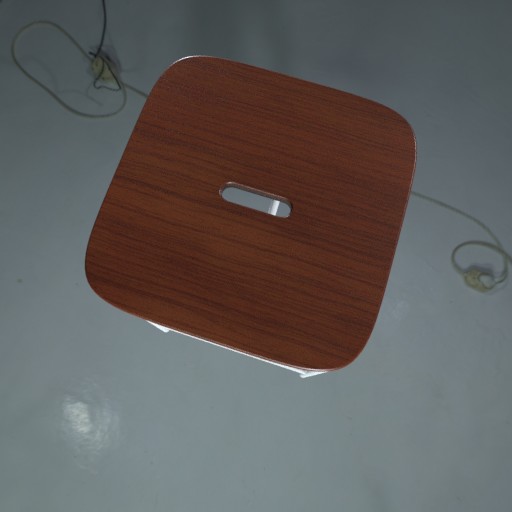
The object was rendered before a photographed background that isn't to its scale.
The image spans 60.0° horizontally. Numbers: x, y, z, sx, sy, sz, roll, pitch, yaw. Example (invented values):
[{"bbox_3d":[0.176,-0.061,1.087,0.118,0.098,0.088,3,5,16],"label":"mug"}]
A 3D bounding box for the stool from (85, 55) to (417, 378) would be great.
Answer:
[{"bbox_3d":[0.000,0.000,0.841,0.376,0.610,0.376,17,77,4],"label":"stool"}]
